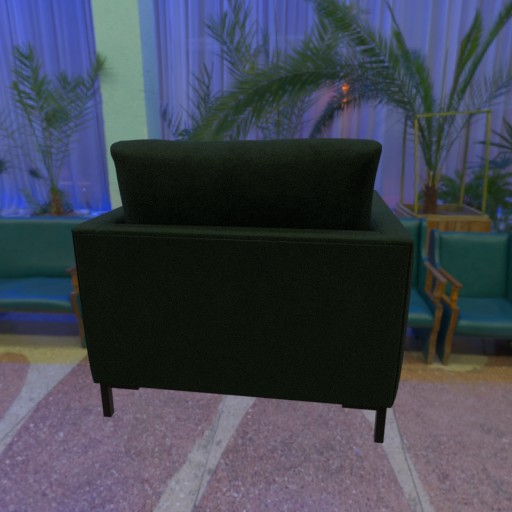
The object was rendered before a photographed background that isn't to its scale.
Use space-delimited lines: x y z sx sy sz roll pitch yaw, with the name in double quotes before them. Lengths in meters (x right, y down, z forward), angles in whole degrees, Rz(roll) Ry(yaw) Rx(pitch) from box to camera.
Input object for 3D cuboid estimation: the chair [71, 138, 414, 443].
"chair" 0.000 0.000 1.633 0.963 0.861 0.866 2 17 8
